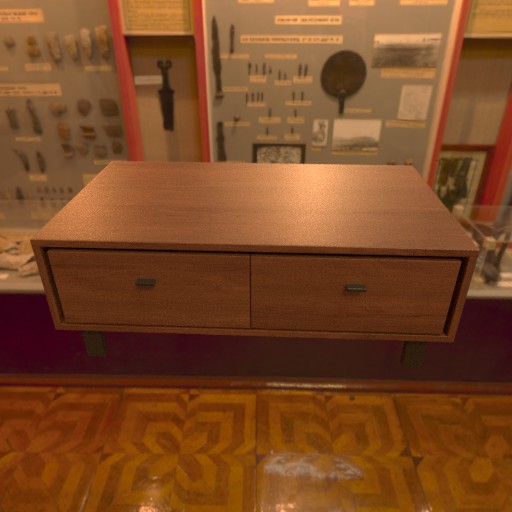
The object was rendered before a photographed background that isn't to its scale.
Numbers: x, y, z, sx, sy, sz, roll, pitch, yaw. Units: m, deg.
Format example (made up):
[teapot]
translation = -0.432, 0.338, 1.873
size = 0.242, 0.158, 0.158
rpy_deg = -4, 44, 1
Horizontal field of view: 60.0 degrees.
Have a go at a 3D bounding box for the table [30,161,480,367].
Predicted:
[table]
translation = 0.000, 0.000, 1.338
size = 1.020, 0.380, 0.600
rpy_deg = 1, 30, 2
